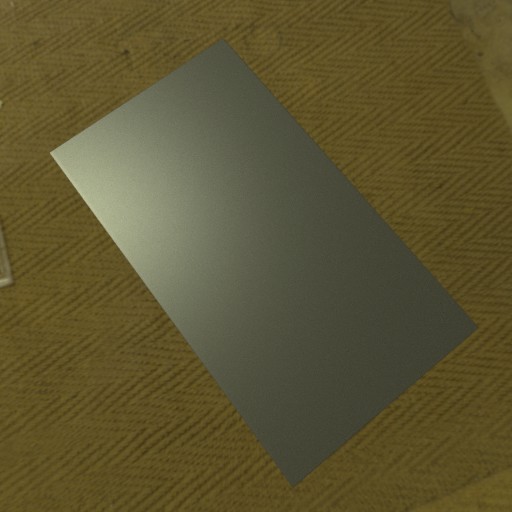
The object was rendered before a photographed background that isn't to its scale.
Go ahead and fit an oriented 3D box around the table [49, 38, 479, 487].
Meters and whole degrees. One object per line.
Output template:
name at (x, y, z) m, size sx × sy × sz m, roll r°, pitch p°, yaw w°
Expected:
table at (0.000, 0.000, 1.405) m, size 0.612 × 0.493 × 1.068 m, roll -37°, pitch 79°, yaw -8°
